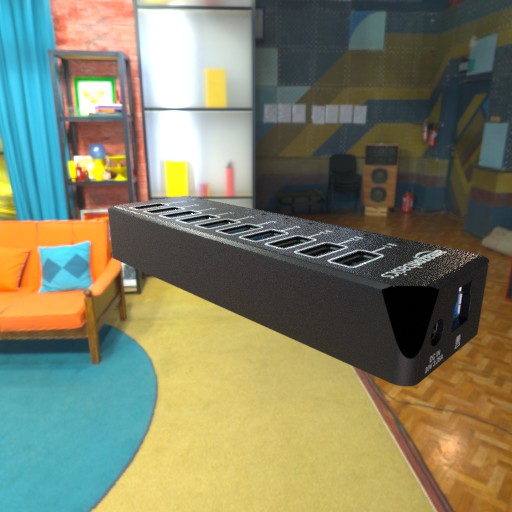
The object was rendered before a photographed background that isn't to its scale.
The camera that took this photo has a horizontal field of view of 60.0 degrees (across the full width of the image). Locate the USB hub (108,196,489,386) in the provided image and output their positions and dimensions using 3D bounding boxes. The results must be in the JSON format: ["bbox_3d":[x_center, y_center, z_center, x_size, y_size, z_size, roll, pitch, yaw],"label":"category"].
[{"bbox_3d":[0.000,0.000,0.161,0.044,0.023,0.145,-16,23,-42],"label":"USB hub"}]
